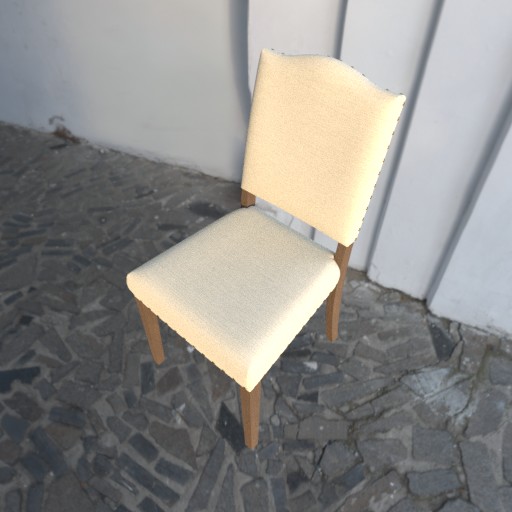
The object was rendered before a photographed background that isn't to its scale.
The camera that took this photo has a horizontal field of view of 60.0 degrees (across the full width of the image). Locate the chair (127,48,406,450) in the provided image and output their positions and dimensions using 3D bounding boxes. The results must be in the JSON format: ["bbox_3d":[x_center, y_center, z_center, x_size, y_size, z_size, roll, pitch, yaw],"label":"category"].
[{"bbox_3d":[0.000,0.000,1.341,0.508,1.015,0.619,33,54,27],"label":"chair"}]
